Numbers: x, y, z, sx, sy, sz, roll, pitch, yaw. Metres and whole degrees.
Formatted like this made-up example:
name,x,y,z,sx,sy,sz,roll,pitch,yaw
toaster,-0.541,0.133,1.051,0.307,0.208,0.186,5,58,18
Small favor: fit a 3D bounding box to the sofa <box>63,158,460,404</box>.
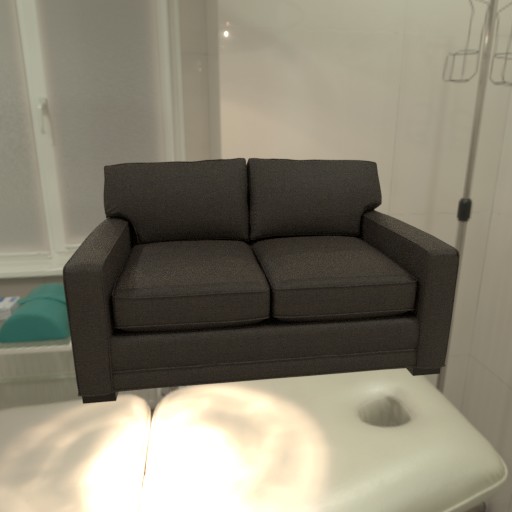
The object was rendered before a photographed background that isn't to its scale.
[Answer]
name,x,y,z,sx,sy,sz,roll,pitch,yaw
sofa,0.000,0.000,2.152,1.534,0.887,0.974,-2,17,-8
